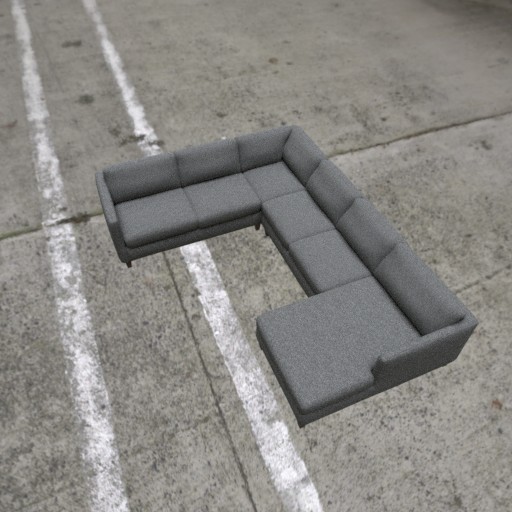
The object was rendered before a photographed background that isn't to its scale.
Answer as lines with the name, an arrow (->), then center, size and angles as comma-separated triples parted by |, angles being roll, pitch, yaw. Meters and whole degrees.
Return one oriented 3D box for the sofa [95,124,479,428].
sofa -> 0.000, 0.000, 4.379 | 2.551, 0.853, 3.238 | -17, 49, -15
